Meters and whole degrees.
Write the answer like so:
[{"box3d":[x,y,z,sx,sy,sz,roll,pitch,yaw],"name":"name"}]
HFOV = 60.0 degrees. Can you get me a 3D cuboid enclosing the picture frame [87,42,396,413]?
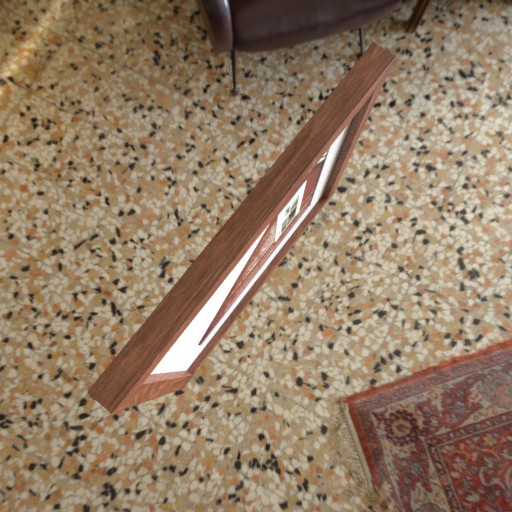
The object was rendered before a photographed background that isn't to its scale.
[{"box3d":[0.000,0.000,0.522,0.025,0.330,0.381,37,79,8],"name":"picture frame"}]
